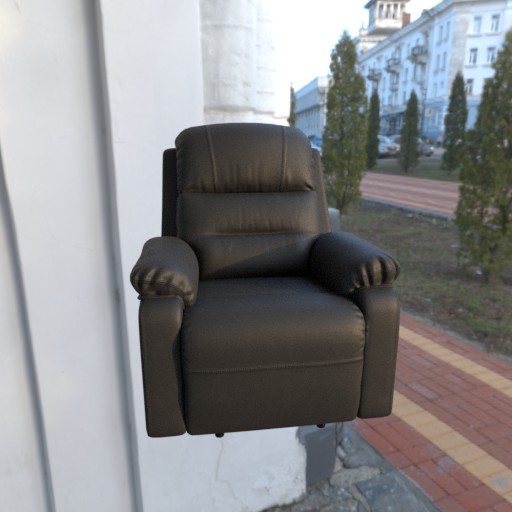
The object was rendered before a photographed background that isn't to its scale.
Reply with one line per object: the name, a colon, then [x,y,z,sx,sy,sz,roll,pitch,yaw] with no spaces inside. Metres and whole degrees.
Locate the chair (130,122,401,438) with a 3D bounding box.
chair: [0.000,0.000,1.683,0.855,0.992,0.919,-2,15,-8]
